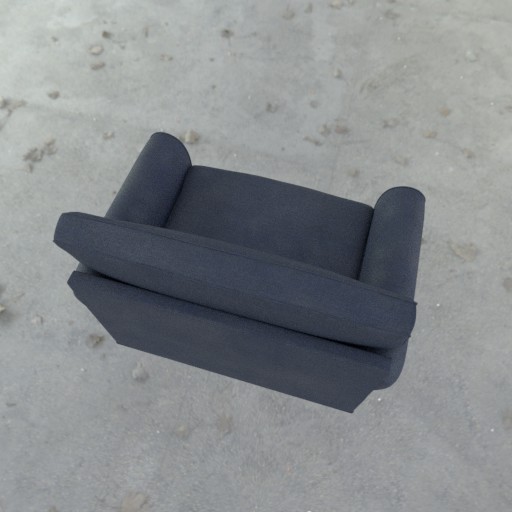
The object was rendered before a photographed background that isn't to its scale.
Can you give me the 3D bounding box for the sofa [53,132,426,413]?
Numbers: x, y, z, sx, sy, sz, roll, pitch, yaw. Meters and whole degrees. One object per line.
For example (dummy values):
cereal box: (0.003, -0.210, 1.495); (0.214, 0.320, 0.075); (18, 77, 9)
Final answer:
sofa: (0.000, 0.000, 2.055); (1.405, 1.004, 0.938); (14, 61, 8)
